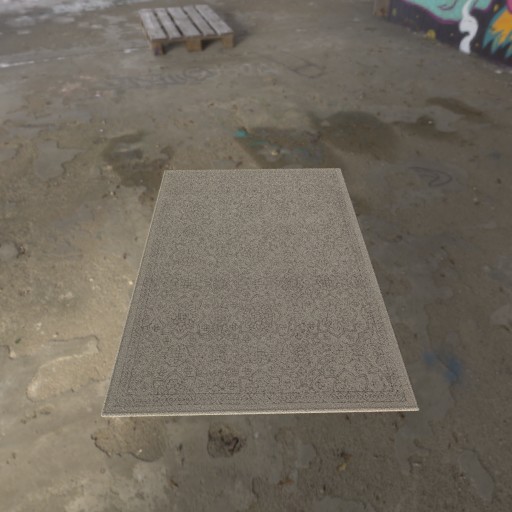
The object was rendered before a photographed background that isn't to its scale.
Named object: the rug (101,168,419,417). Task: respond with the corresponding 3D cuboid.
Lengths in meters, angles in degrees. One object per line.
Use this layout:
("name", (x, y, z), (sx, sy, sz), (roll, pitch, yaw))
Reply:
("rug", (0.000, 0.000, 2.379), (1.219, 0.010, 1.829), (-1, 41, -1))
